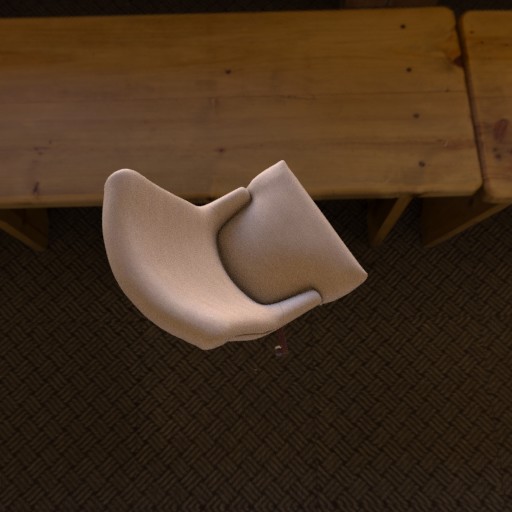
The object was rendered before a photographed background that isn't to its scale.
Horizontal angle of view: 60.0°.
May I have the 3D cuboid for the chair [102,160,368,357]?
[{"bbox_3d":[0.000,0.000,1.458,0.696,1.010,0.645,-32,78,-8],"label":"chair"}]
